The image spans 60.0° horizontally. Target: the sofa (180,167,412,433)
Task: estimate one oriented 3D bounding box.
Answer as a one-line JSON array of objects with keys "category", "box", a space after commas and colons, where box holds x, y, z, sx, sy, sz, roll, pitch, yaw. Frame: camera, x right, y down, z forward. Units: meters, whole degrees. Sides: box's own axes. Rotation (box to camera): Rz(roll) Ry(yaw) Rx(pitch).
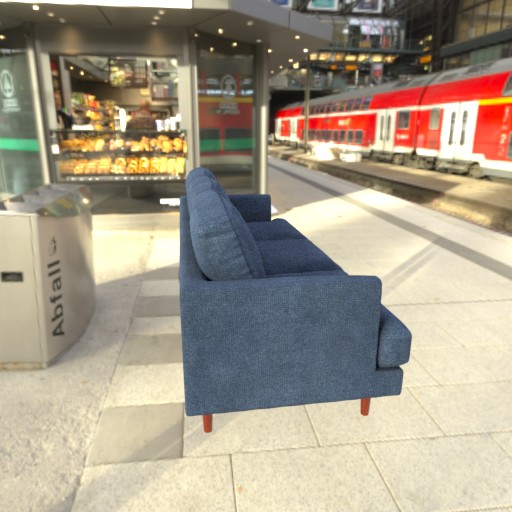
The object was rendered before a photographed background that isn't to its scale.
[{"category": "sofa", "box": [0.000, 0.000, 2.702, 0.903, 0.930, 2.246, -3, 17, -9]}]
